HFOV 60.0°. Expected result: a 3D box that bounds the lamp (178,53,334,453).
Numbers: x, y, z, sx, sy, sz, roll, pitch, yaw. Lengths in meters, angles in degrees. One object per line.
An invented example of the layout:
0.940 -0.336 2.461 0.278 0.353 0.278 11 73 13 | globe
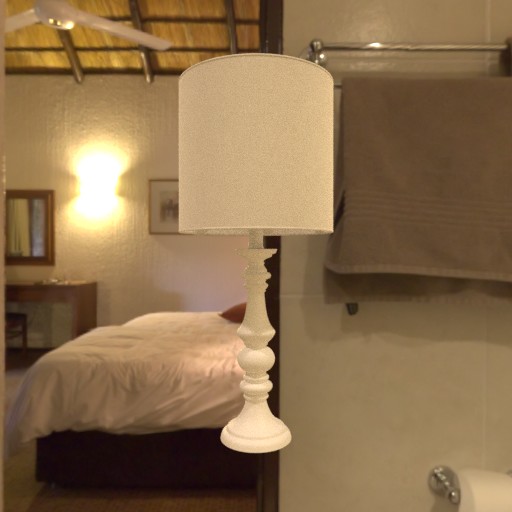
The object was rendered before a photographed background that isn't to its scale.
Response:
0.000 0.000 0.728 0.250 0.597 0.250 0 1 -36 | lamp
